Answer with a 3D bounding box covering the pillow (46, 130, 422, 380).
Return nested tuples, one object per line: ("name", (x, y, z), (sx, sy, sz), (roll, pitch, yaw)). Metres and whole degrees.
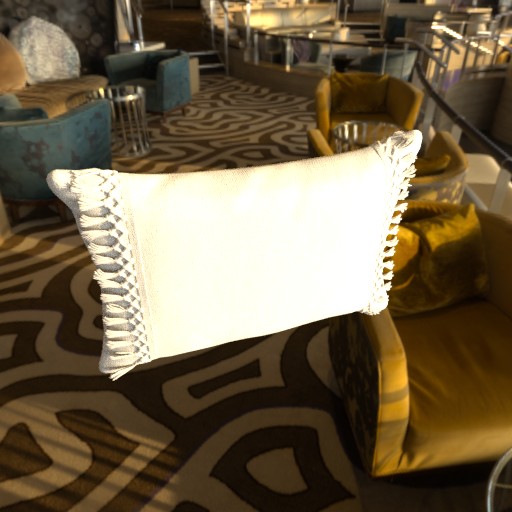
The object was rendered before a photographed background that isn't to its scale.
("pillow", (0.000, 0.000, 0.604), (0.466, 0.305, 0.084), (-10, 34, -15))
